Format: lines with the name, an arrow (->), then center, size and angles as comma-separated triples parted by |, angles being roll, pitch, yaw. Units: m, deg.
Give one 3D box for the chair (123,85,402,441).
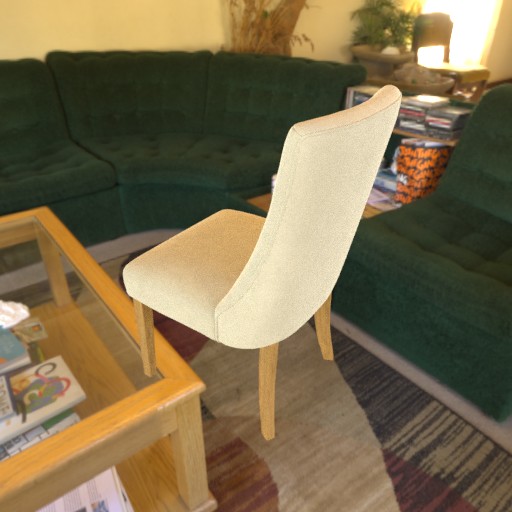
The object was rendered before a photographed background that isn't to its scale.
chair -> 0.000, 0.000, 1.250 | 0.610, 0.902, 0.495 | 20, 36, 29
